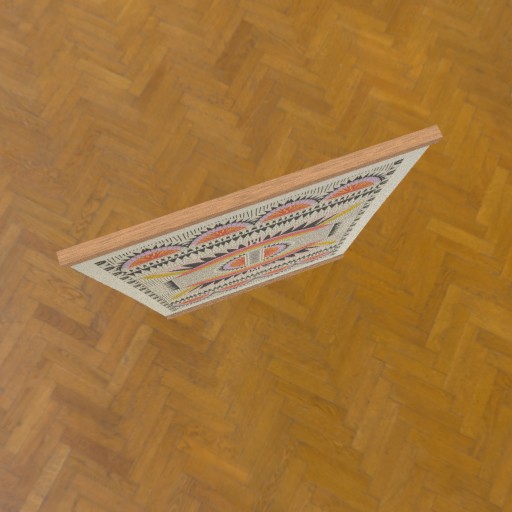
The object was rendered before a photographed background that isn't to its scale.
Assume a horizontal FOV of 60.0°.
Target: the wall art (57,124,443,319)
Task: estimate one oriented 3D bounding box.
[{"bbox_3d":[0.000,0.000,1.325,0.765,1.016,0.028,-19,77,-5],"label":"wall art"}]
